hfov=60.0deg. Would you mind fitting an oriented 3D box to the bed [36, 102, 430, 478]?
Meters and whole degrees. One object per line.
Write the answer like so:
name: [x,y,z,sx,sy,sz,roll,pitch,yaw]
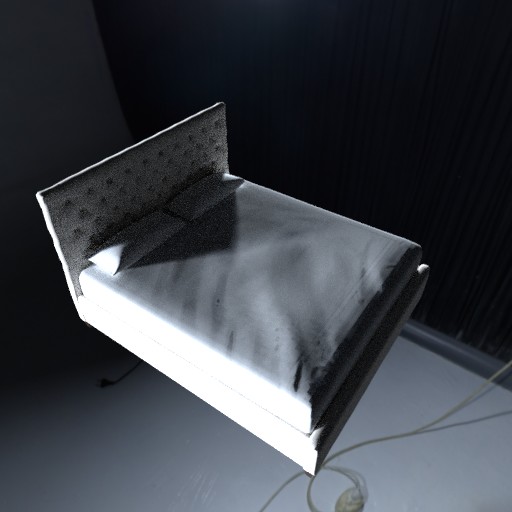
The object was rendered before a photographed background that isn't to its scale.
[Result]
bed: [0.000,0.000,3.663,2.387,1.427,2.078,25,46,26]
